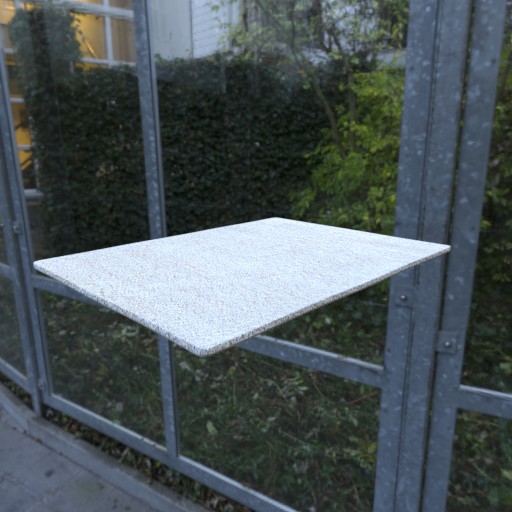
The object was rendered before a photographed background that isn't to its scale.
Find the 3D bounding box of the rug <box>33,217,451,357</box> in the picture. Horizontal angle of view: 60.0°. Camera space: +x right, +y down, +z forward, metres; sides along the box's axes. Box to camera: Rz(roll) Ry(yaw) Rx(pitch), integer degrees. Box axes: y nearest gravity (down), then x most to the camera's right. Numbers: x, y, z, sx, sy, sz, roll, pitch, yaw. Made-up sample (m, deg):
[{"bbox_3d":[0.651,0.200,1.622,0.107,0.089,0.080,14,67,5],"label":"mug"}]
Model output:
[{"bbox_3d":[0.000,0.000,2.089,1.200,0.027,1.600,14,20,43],"label":"rug"}]
